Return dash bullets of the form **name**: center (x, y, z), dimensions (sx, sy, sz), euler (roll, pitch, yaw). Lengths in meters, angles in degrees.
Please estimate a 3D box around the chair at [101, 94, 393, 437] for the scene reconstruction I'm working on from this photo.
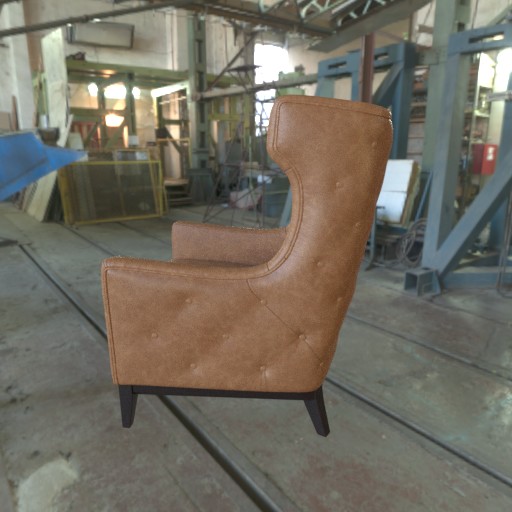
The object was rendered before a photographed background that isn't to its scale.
- **chair**: center (0.000, 0.000, 1.672), dimensions (0.899, 1.079, 0.766), euler (2, 14, 9)
